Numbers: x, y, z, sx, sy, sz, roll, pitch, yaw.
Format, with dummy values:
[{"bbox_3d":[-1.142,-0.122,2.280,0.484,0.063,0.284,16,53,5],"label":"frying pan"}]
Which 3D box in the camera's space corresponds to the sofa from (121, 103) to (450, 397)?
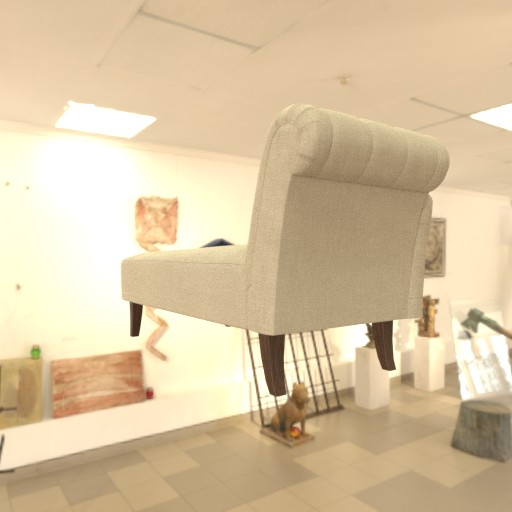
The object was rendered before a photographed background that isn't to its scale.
[{"bbox_3d":[0.000,0.000,1.799,0.675,0.787,1.379,0,0,-35],"label":"sofa"}]
